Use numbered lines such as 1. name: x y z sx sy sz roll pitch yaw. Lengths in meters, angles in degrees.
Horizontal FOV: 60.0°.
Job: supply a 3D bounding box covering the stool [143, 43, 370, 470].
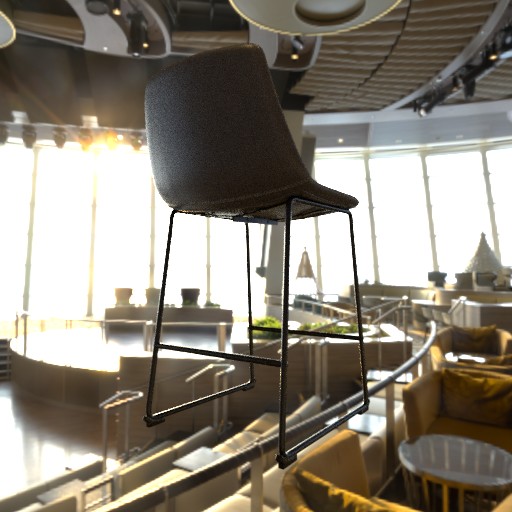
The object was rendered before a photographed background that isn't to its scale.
1. stool: 0.000 0.000 1.185 0.470 0.876 0.546 -1 -2 36
